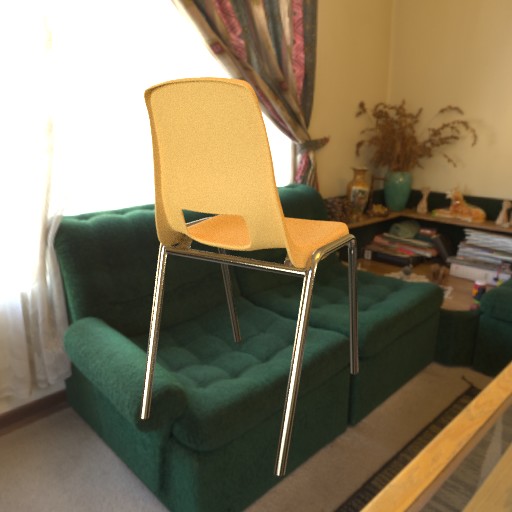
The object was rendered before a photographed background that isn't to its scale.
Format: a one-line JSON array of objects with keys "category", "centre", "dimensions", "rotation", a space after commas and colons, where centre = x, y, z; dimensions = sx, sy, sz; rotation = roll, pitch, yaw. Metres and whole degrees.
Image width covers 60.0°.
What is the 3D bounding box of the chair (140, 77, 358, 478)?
[{"category": "chair", "centre": [0.000, 0.000, 0.982], "dimensions": [0.381, 0.704, 0.436], "rotation": [9, 19, 28]}]
